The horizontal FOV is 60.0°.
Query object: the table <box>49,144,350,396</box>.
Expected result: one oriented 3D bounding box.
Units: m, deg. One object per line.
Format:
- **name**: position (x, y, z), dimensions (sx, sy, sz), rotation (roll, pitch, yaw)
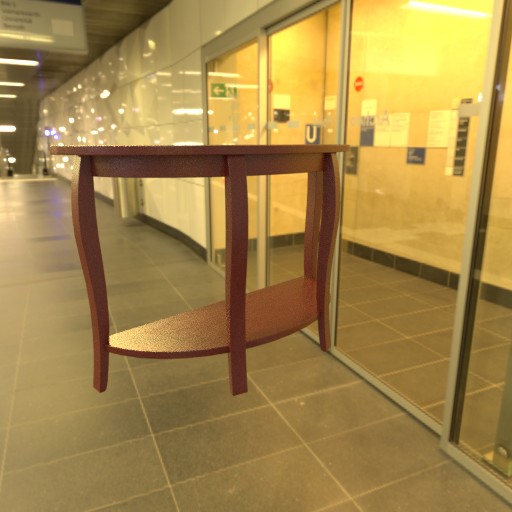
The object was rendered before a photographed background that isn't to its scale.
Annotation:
- **table**: position (0.000, 0.000, 1.604), dimensions (1.219, 0.779, 0.405), rotation (-13, 19, -42)
